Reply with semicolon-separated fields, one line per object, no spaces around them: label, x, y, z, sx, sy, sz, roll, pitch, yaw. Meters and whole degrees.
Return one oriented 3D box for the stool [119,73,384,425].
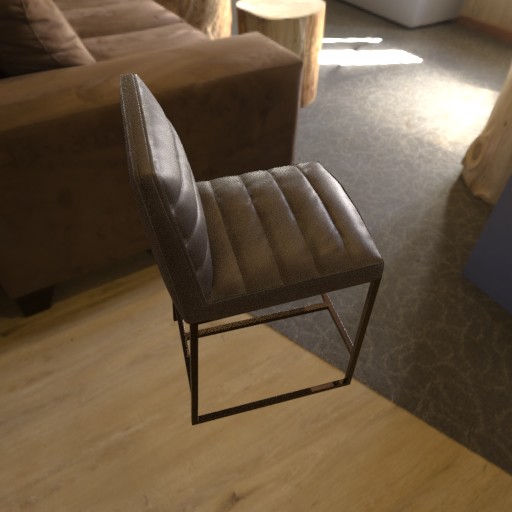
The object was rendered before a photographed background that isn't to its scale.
stool;0.000;0.000;1.260;0.562;0.946;0.463;-11;46;-11
